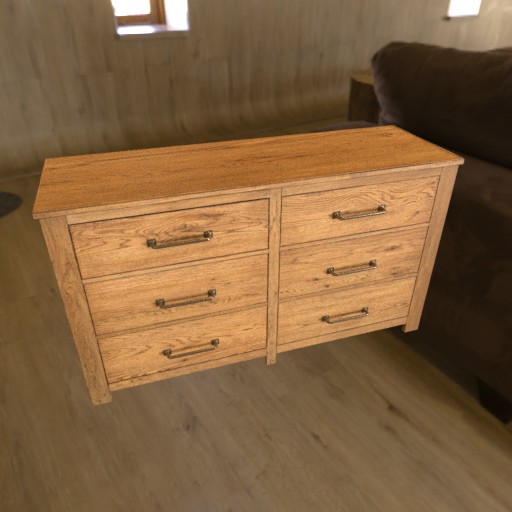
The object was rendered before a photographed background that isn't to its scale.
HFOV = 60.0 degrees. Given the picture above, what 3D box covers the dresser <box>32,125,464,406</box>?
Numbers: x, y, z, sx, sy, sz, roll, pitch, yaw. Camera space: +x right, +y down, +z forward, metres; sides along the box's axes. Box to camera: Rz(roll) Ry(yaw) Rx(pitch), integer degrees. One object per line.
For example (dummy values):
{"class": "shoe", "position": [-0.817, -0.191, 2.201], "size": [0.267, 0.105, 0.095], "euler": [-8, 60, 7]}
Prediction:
{"class": "dresser", "position": [0.000, 0.000, 2.067], "size": [1.657, 0.932, 0.563], "euler": [-10, 33, -15]}
